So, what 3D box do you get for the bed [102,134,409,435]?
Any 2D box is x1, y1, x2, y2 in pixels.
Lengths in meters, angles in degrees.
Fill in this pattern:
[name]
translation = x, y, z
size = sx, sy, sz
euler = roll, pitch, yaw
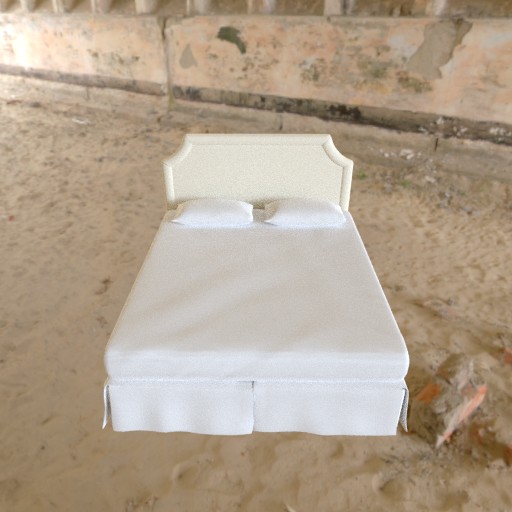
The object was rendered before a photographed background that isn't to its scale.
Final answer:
[bed]
translation = 0.000, 0.000, 4.172
size = 2.350, 1.590, 2.773
euler = 0, 30, 1
